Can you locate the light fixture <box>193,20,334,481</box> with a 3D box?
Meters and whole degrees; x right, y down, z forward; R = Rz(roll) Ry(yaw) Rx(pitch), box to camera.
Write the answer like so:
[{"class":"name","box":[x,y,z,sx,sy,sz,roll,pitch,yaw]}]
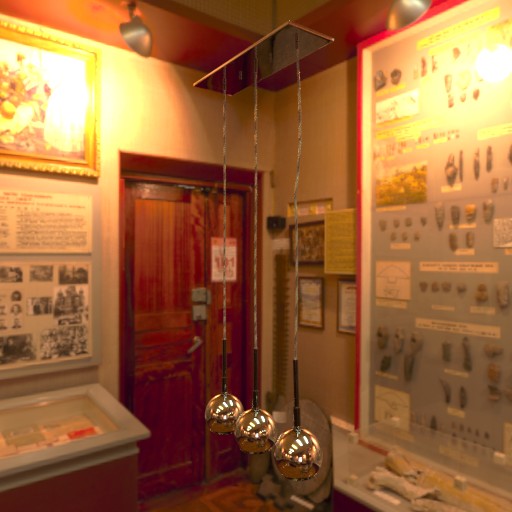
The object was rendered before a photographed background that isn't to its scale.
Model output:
[{"class":"light fixture","box":[0.000,0.000,1.623,0.188,1.408,0.623,0,0,-36]}]
